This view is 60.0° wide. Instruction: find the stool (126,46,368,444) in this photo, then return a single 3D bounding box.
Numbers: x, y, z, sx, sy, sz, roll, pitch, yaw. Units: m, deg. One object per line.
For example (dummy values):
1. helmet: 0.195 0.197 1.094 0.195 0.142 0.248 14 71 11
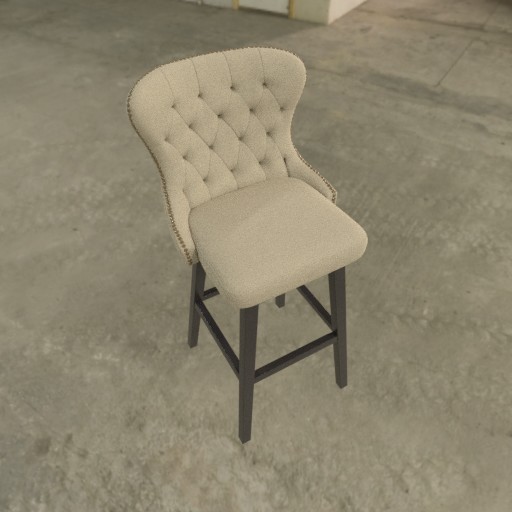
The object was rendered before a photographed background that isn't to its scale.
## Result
1. stool: 0.000 0.000 1.403 0.528 1.066 0.605 -22 48 -21
